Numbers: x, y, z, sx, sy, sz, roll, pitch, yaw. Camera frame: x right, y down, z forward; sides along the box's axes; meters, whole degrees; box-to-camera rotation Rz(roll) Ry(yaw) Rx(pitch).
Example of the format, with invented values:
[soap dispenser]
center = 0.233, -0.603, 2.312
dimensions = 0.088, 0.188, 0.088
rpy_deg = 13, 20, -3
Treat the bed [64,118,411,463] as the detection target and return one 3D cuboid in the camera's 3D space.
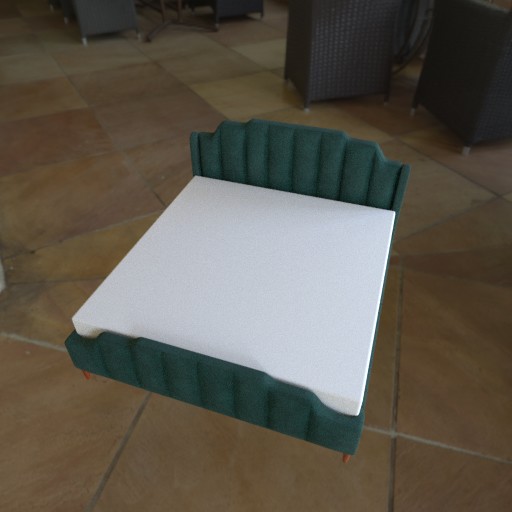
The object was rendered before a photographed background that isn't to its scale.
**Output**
[bed]
center = 0.000, 0.000, 3.541
dimensions = 2.074, 1.245, 2.340
rpy_deg = 12, 42, 14
